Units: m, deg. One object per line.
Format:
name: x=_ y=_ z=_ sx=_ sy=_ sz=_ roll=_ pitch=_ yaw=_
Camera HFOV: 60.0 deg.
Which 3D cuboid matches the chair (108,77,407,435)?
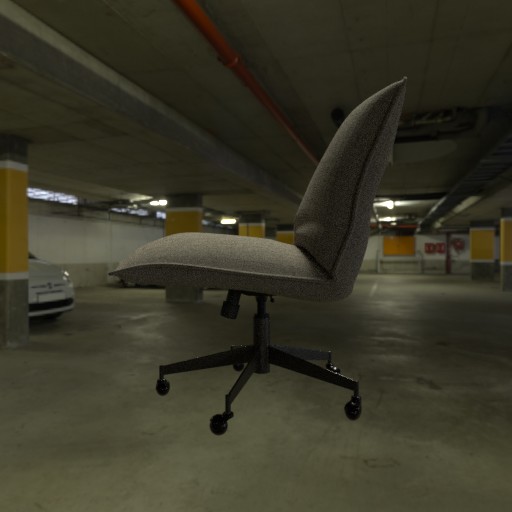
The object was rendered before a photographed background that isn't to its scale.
chair: x=0.000 y=0.000 z=1.279 sx=0.696 sy=0.811 sz=0.597 roll=0 pitch=0 yaw=-1
